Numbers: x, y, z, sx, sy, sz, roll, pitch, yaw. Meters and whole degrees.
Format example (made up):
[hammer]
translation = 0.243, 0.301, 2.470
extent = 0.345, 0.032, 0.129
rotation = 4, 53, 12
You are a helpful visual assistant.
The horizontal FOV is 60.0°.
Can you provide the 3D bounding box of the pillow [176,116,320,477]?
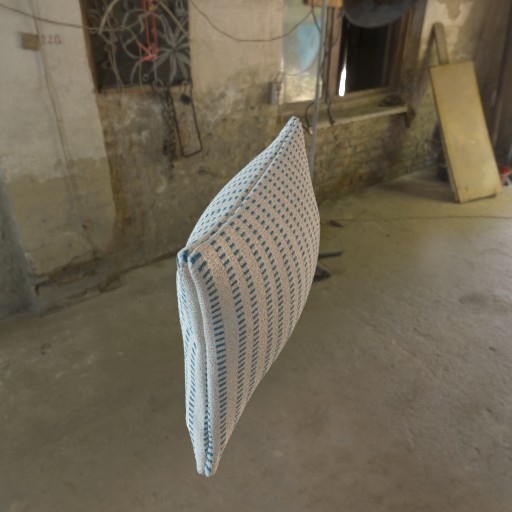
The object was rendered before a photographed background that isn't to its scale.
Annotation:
[pillow]
translation = 0.000, 0.000, 0.789
extent = 0.210, 0.353, 0.640
rotation = 7, 31, 13
